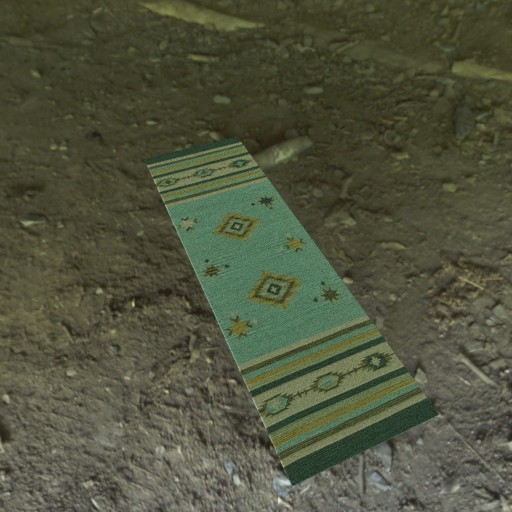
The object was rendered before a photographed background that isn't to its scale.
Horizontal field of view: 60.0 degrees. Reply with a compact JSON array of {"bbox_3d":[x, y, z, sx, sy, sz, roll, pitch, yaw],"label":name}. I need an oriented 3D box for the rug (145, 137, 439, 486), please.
[{"bbox_3d":[0.000,0.000,2.659,0.744,0.010,2.441,-18,50,-16],"label":"rug"}]
